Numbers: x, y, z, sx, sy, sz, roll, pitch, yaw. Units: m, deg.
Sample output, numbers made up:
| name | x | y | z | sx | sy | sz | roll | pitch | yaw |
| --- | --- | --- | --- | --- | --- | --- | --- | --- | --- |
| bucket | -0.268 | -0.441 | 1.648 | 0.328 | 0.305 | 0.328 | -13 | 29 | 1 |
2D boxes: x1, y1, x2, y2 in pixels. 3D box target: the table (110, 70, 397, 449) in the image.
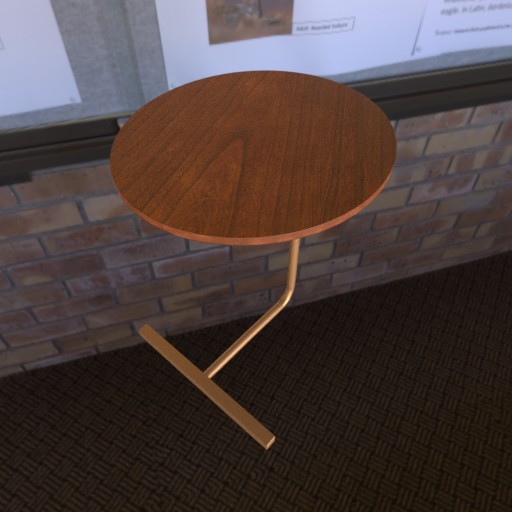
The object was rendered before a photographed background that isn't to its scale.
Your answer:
| name | x | y | z | sx | sy | sz | roll | pitch | yaw |
| --- | --- | --- | --- | --- | --- | --- | --- | --- | --- |
| table | 0.000 | 0.000 | 1.134 | 0.530 | 0.706 | 0.577 | 33 | 56 | 26 |
